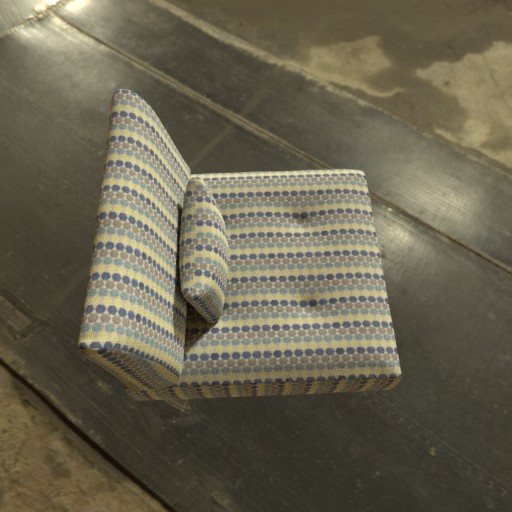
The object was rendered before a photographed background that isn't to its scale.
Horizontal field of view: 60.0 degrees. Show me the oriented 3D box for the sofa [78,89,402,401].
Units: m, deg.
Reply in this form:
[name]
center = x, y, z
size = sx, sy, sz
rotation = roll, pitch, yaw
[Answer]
[sofa]
center = 0.000, 0.000, 1.661
size = 1.000, 0.830, 0.930
rotation = -2, 64, -1
